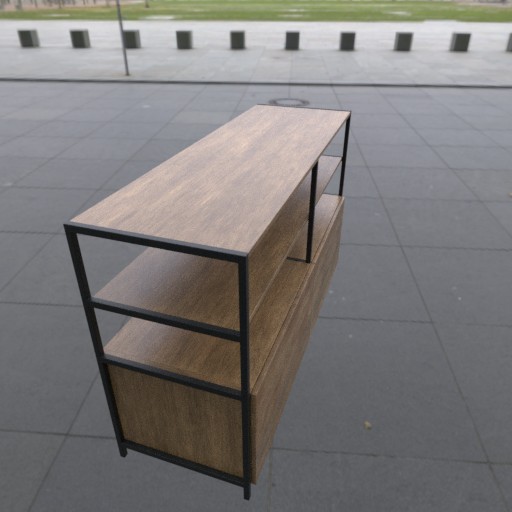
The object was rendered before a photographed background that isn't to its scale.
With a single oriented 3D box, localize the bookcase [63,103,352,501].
[{"bbox_3d":[0.000,0.000,1.446,0.391,0.712,1.149,10,32,17],"label":"bookcase"}]
